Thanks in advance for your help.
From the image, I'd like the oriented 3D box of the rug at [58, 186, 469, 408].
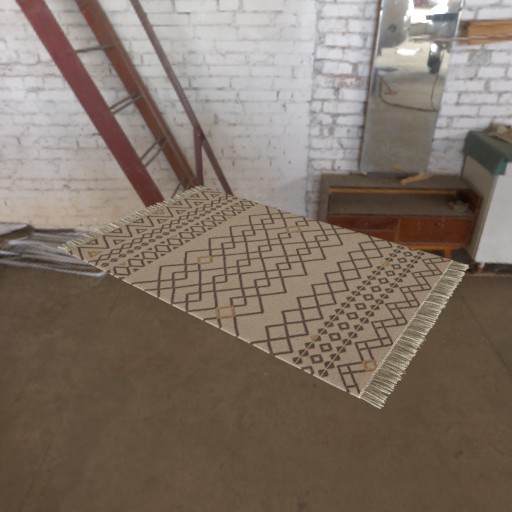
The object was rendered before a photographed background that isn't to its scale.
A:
[{"bbox_3d":[0.000,0.000,2.517,2.023,0.028,1.224,20,36,31],"label":"rug"}]
